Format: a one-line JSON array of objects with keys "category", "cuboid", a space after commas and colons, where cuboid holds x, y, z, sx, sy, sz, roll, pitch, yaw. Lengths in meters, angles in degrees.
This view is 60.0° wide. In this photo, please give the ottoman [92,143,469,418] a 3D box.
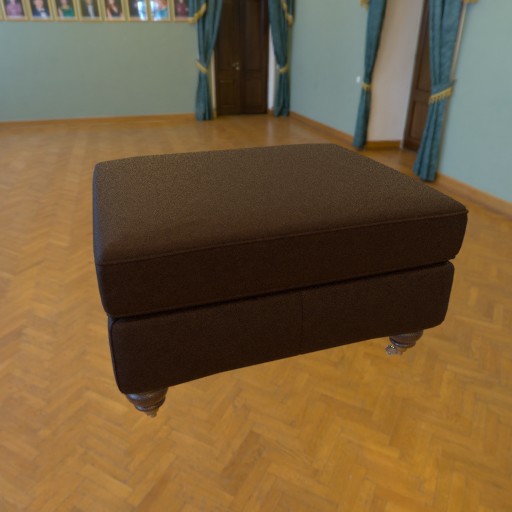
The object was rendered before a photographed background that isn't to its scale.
[{"category": "ottoman", "cuboid": [0.000, 0.000, 1.820, 1.187, 0.730, 0.967, -9, 28, -16]}]
